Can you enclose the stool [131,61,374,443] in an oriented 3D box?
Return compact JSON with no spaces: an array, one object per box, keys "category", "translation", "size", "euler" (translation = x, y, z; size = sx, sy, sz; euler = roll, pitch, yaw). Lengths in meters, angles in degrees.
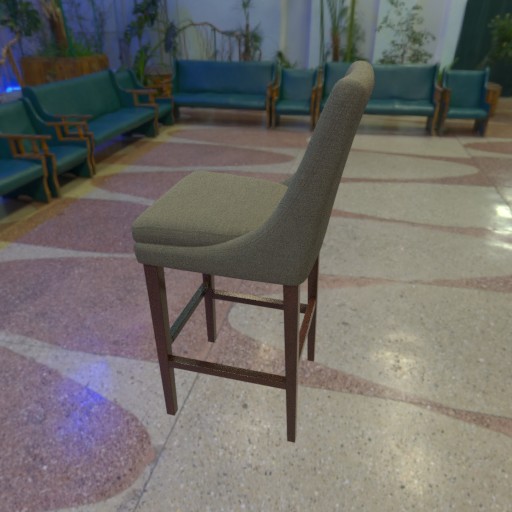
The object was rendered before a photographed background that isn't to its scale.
[{"category":"stool","translation":[0.000,0.000,1.357],"size":[0.577,1.078,0.470],"euler":[8,30,13]}]
